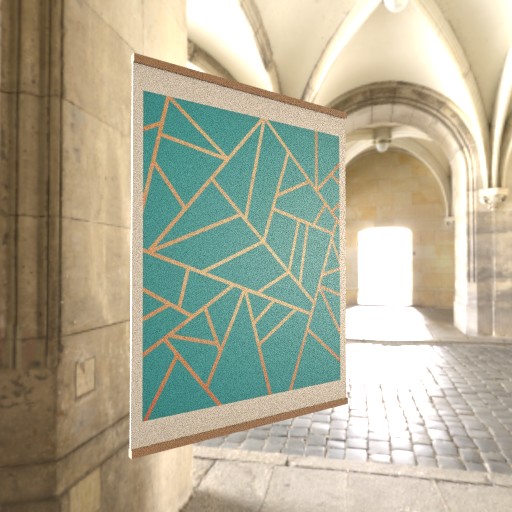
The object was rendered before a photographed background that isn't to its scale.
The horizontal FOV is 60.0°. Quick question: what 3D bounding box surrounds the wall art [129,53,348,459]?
[{"bbox_3d":[0.000,0.000,0.799,0.459,0.608,0.012,1,-2,-35],"label":"wall art"}]
